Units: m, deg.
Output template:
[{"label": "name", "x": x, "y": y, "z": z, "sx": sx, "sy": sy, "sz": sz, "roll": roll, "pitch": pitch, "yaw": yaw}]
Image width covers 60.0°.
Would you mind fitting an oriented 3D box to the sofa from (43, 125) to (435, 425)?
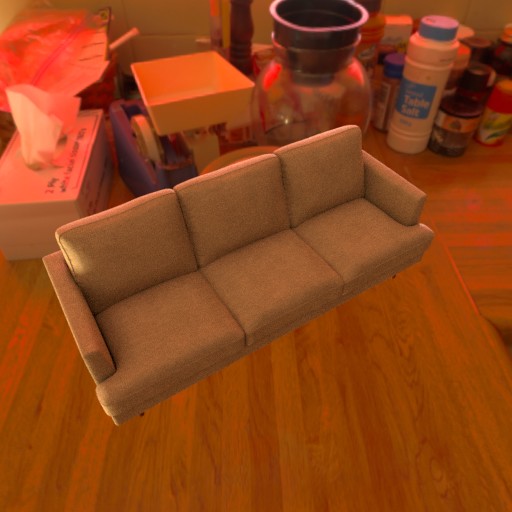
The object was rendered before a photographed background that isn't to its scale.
[{"label": "sofa", "x": 0.000, "y": 0.000, "z": 2.724, "sx": 2.246, "sy": 0.930, "sz": 0.903, "roll": -24, "pitch": 51, "yaw": -22}]
